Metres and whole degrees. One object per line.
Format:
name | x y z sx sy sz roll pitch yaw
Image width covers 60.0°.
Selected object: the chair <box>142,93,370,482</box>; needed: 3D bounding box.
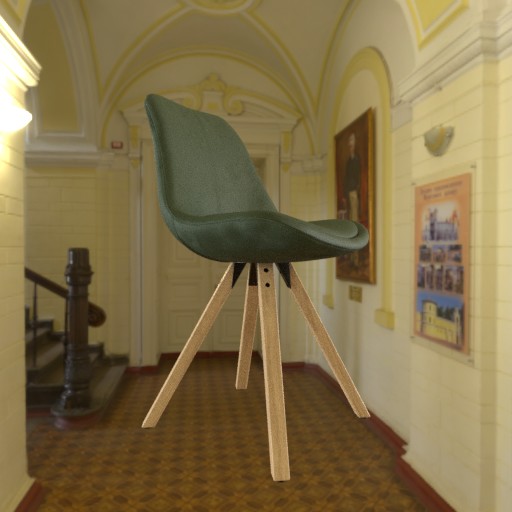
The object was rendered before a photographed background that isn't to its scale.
chair | 0.000 0.000 1.146 0.547 0.865 0.483 1 1 37
